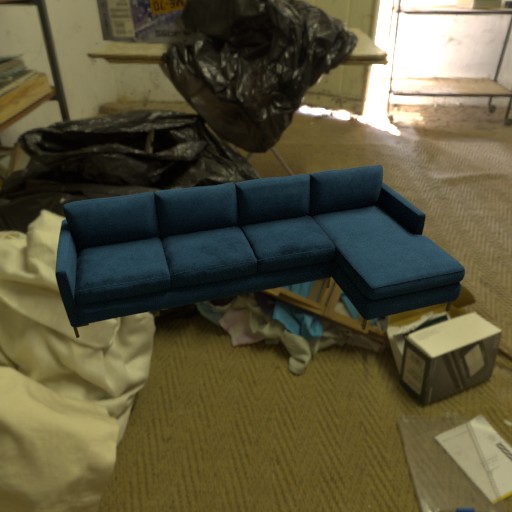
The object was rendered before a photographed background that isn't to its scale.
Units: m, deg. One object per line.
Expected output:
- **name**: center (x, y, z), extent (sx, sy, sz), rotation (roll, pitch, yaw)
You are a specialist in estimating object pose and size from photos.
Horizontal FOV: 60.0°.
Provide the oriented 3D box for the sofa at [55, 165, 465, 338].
- **sofa**: center (0.000, 0.000, 3.496), extent (2.932, 0.810, 1.350), rotation (-9, 34, -14)
